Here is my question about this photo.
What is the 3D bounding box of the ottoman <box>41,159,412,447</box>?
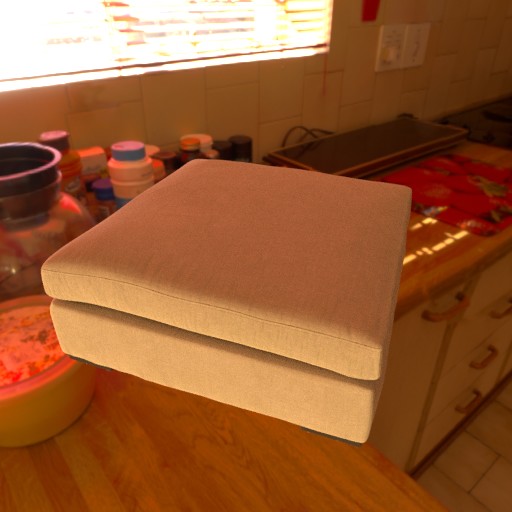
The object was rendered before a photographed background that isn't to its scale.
[{"bbox_3d":[0.000,0.000,1.850,1.171,0.517,1.203,11,33,17],"label":"ottoman"}]
